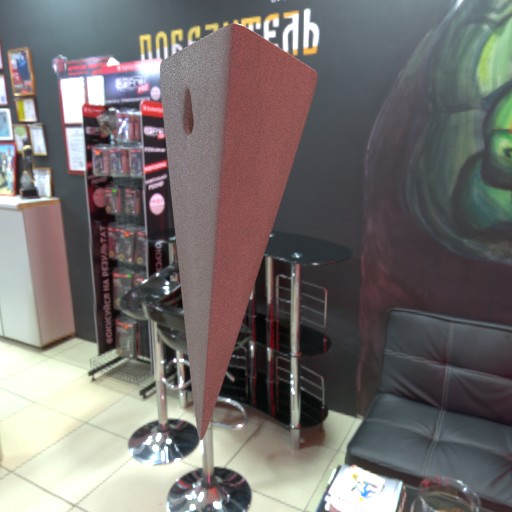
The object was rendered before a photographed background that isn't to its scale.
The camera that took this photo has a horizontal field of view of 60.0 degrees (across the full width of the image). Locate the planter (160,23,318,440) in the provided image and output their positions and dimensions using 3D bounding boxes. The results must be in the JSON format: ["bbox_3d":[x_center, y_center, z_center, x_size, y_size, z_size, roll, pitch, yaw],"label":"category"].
[{"bbox_3d":[0.000,0.000,0.153,0.047,0.130,0.058,-7,16,-28],"label":"planter"}]
